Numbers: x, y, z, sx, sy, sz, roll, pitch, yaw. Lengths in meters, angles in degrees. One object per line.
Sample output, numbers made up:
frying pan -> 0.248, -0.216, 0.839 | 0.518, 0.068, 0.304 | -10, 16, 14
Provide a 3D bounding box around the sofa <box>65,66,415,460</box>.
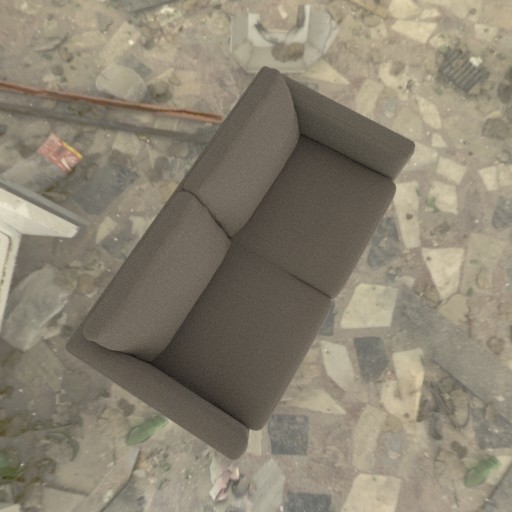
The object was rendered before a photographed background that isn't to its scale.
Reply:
sofa -> 0.000, 0.000, 2.279 | 0.940, 0.866, 1.713 | 30, 77, 8
